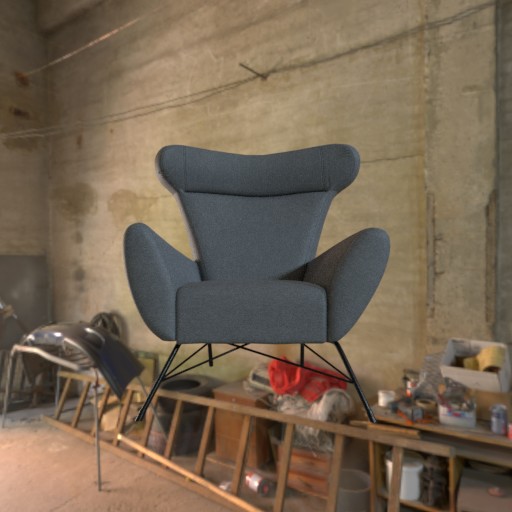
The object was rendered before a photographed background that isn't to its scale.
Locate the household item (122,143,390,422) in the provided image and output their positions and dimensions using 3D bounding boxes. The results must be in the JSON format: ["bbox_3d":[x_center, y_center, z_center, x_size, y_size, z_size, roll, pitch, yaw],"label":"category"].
[{"bbox_3d":[0.000,0.000,1.845,0.980,1.050,0.900,0,0,1],"label":"household item"}]
